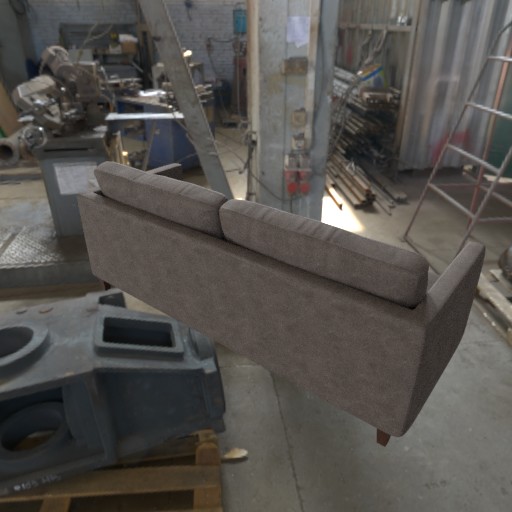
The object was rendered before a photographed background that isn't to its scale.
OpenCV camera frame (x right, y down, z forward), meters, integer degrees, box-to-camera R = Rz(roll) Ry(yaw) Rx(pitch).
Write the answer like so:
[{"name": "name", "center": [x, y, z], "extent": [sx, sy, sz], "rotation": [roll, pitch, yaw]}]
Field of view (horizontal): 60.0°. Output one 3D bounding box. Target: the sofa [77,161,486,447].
[{"name": "sofa", "center": [0.000, 0.000, 2.810], "extent": [2.434, 0.965, 0.951], "rotation": [20, 34, 33]}]
